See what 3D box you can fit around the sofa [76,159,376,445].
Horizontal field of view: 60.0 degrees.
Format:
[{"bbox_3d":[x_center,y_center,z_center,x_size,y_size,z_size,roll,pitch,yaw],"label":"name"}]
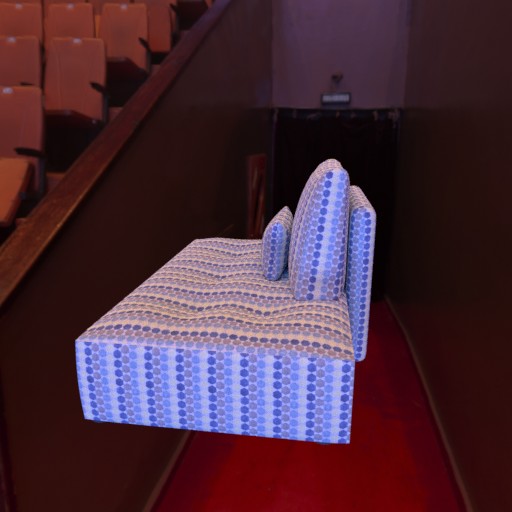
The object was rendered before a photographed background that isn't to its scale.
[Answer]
[{"bbox_3d":[0.000,0.000,2.001,1.000,0.820,1.450,2,16,8],"label":"sofa"}]
